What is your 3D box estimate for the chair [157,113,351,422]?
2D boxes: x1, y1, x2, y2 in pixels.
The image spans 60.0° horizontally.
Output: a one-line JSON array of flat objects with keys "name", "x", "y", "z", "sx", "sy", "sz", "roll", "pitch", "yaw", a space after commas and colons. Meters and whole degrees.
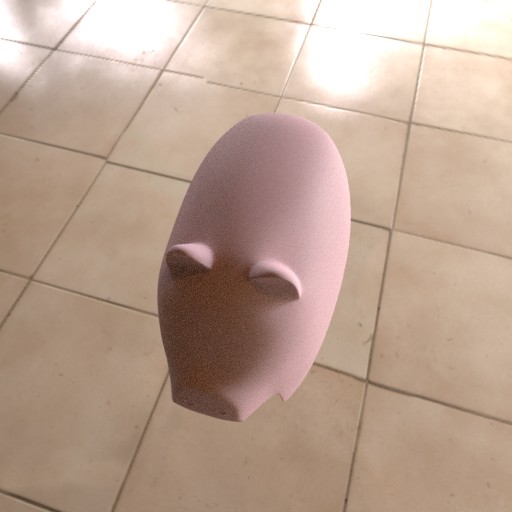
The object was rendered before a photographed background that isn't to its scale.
[{"name": "chair", "x": 0.000, "y": 0.000, "z": 0.880, "sx": 0.364, "sy": 0.423, "sz": 0.619, "roll": 14, "pitch": 60, "yaw": 8}]
